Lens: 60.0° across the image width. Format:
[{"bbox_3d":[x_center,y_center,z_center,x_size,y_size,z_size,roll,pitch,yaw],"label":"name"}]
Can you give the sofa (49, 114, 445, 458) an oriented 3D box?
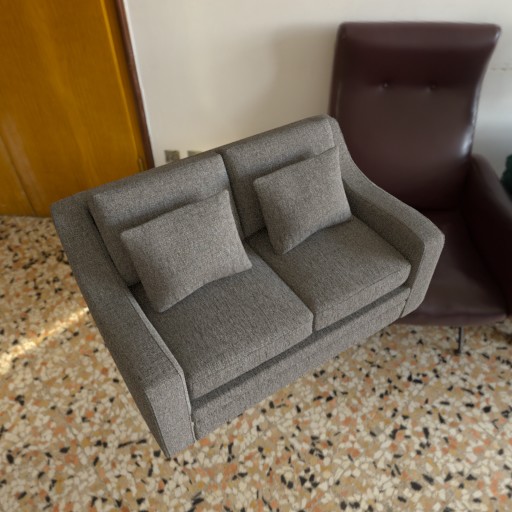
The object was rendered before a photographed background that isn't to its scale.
[{"bbox_3d":[0.000,0.000,2.426,1.778,0.991,1.120,-24,50,-22],"label":"sofa"}]
